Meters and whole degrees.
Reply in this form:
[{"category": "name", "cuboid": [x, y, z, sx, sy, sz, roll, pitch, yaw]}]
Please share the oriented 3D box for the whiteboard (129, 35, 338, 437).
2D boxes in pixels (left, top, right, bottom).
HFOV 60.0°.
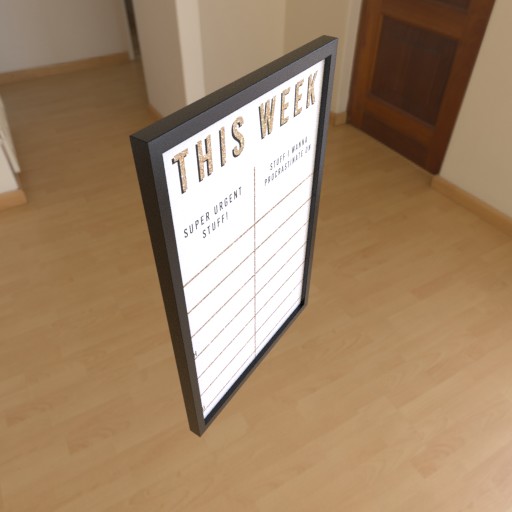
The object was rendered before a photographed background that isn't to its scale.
[{"category": "whiteboard", "cuboid": [0.000, 0.000, 0.762, 0.026, 0.611, 0.406, 25, 48, 25]}]
